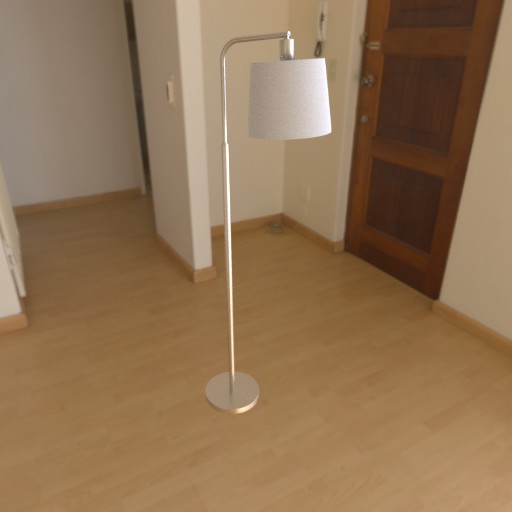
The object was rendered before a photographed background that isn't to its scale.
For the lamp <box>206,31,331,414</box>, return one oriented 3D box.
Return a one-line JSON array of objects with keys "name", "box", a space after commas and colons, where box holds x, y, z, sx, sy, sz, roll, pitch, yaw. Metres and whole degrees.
[{"name": "lamp", "box": [0.000, 0.000, 1.637, 0.508, 1.478, 0.254, 17, 31, 31]}]
